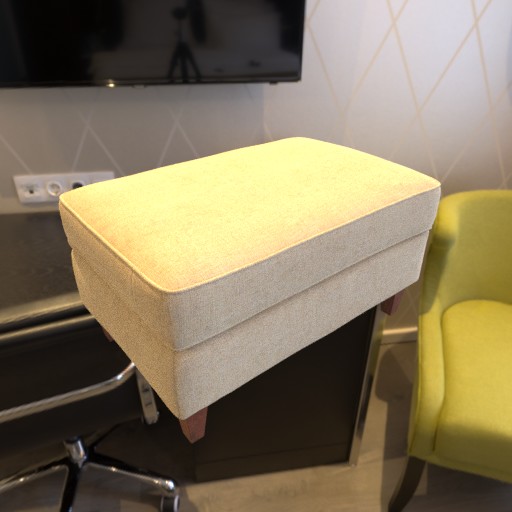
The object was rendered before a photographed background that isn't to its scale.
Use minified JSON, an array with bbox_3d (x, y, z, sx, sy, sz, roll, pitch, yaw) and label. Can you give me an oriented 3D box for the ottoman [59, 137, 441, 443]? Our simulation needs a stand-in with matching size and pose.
[{"bbox_3d":[0.000,0.000,1.247,0.862,0.484,0.583,-23,38,-33],"label":"ottoman"}]
